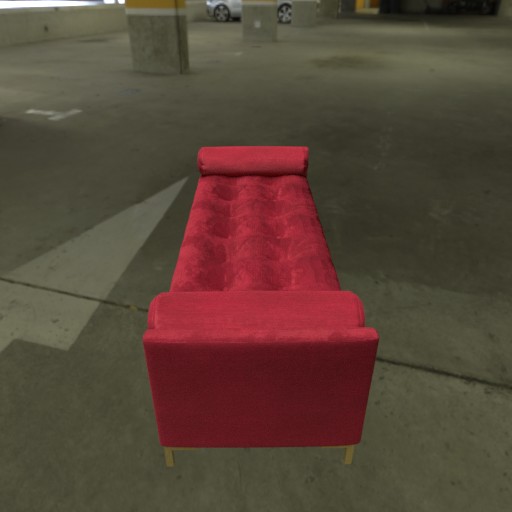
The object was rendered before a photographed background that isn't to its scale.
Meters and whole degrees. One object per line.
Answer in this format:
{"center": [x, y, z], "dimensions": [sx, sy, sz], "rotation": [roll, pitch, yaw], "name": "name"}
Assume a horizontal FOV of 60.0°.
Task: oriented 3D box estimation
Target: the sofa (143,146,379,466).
{"center": [0.000, 0.000, 2.464], "dimensions": [0.796, 0.705, 2.102], "rotation": [0, 31, -1], "name": "sofa"}
